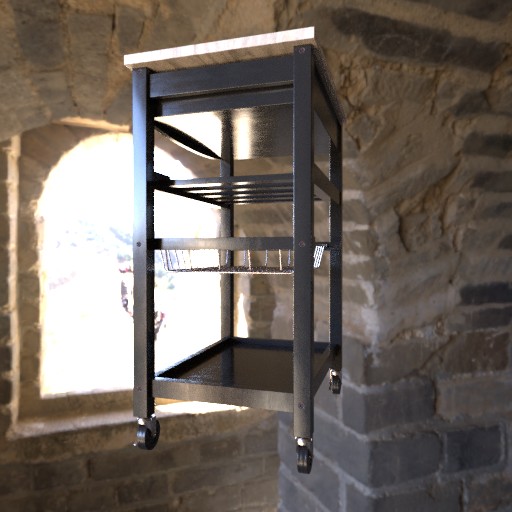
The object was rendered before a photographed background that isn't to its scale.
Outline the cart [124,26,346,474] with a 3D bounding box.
[{"bbox_3d":[0.000,0.000,1.145,0.403,0.839,0.584,0,1,17],"label":"cart"}]
